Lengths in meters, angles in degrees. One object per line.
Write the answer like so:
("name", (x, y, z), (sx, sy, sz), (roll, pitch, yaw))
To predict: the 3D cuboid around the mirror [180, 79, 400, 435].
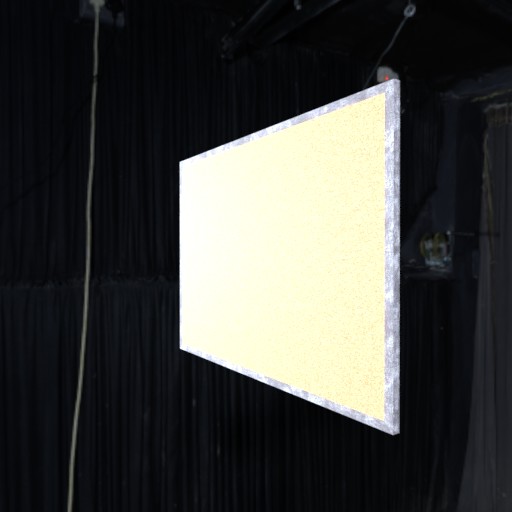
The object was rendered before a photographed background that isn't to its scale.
("mirror", (0.000, 0.000, 1.446), (0.022, 0.795, 1.101), (0, 0, -35))
